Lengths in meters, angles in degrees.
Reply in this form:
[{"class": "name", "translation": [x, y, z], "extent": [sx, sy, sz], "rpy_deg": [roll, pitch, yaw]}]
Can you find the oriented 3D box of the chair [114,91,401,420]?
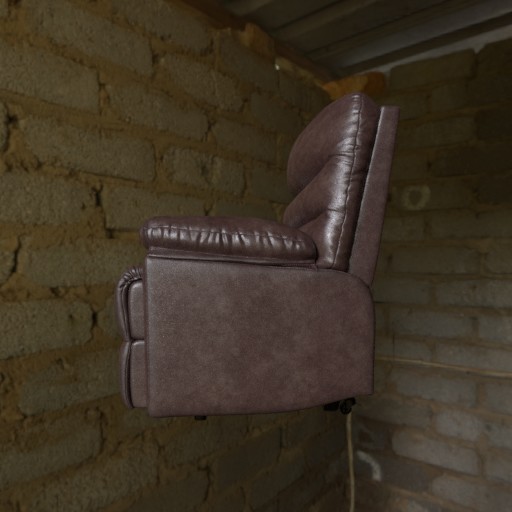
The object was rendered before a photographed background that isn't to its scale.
[{"class": "chair", "translation": [0.000, 0.000, 1.721], "extent": [0.879, 1.041, 0.940], "rpy_deg": [0, -1, -1]}]
